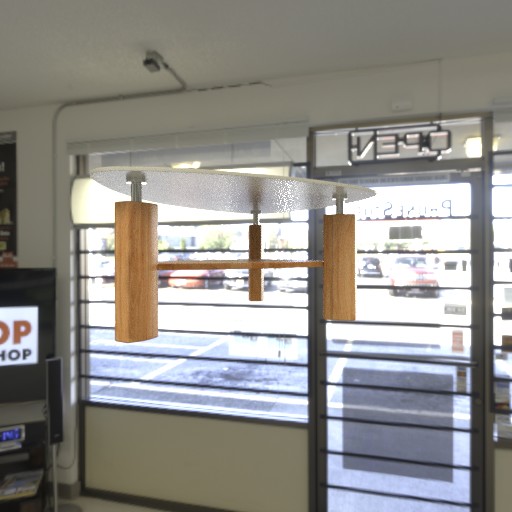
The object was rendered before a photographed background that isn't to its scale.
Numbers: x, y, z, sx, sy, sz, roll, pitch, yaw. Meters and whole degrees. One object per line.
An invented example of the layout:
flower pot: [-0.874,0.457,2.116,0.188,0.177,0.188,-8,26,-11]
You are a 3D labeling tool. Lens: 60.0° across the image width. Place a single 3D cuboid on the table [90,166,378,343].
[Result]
table: [0.000,0.000,1.612,0.850,0.440,1.250,0,0,18]
